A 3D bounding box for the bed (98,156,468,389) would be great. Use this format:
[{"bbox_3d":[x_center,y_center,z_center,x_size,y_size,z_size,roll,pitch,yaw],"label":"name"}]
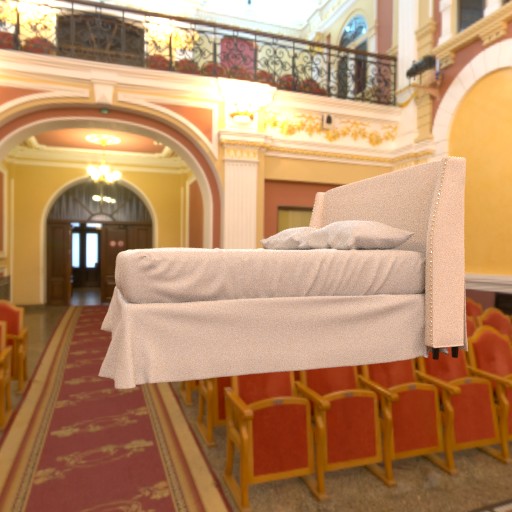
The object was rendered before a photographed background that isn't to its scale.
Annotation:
[{"bbox_3d":[0.000,0.000,3.417,2.276,1.332,1.925,0,0,-19],"label":"bed"}]
